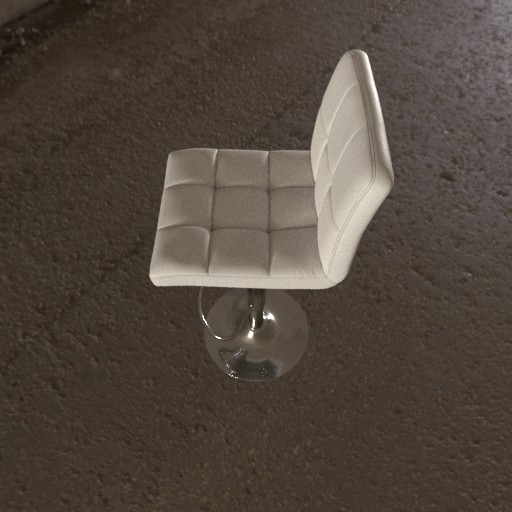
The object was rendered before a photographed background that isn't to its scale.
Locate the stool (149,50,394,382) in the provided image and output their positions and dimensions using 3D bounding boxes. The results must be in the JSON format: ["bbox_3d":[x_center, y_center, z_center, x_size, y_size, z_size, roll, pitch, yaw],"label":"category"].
[{"bbox_3d":[0.000,0.000,1.338,0.505,1.115,0.430,0,57,0],"label":"stool"}]
